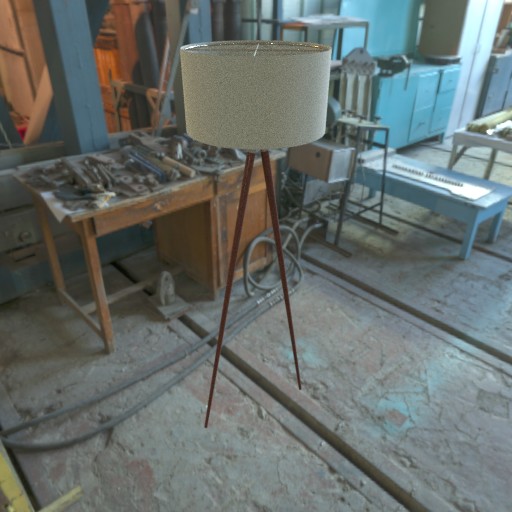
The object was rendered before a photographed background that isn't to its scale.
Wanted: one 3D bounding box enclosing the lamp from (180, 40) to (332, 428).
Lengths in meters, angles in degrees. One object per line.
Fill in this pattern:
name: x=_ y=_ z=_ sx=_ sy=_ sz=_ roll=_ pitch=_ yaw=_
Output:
lamp: x=0.000 y=0.000 z=1.814 sx=0.483 sy=1.553 sz=0.483 roll=1 pitch=31 yaw=2
